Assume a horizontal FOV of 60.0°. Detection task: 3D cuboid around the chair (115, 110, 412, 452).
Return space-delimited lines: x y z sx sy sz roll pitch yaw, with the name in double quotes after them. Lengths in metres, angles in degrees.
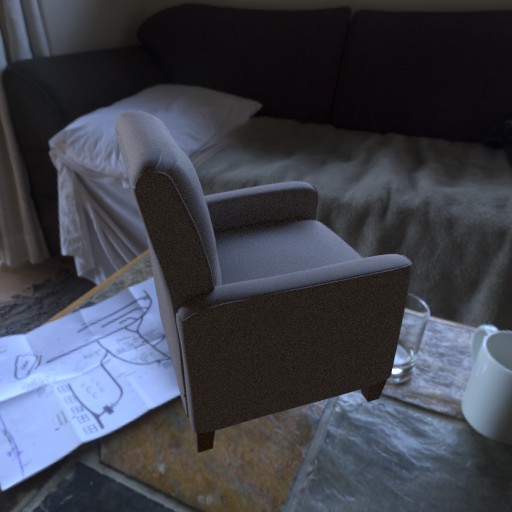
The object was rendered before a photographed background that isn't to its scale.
0.000 0.000 1.670 0.859 1.023 0.845 -10 31 -17 "chair"
